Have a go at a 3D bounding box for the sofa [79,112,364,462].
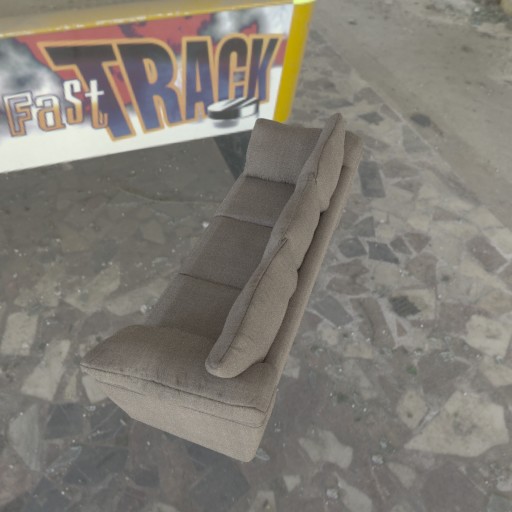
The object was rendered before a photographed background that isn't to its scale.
[{"bbox_3d":[0.000,0.000,2.811,0.878,0.996,2.334,15,48,14],"label":"sofa"}]
